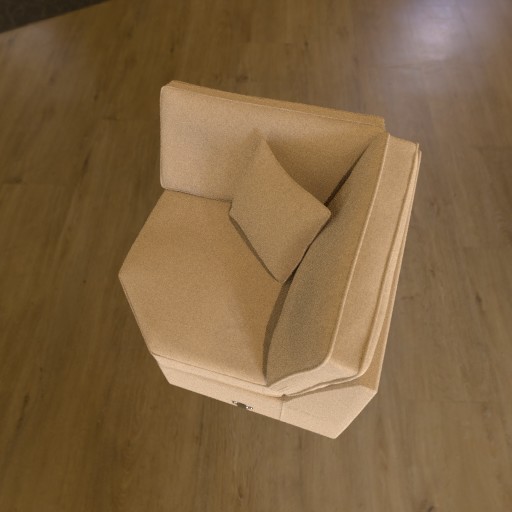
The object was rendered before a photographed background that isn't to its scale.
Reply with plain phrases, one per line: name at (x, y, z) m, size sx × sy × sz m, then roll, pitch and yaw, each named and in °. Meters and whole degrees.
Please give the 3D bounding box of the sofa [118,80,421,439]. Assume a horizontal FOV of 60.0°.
sofa at (0.000, 0.000, 1.823) m, size 1.050 × 0.937 × 1.042 m, roll 16°, pitch 60°, yaw 10°
